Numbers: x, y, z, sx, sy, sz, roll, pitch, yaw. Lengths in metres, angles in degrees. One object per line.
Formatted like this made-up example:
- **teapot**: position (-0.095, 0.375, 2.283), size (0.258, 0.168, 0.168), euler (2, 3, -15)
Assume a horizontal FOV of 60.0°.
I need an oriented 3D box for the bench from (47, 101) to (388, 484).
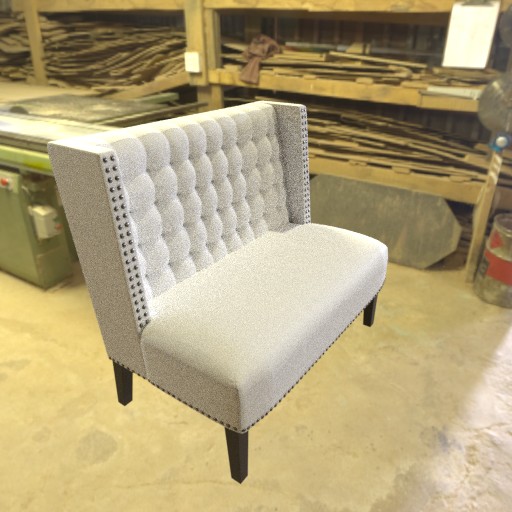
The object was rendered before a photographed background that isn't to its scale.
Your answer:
- **bench**: position (0.000, 0.000, 1.973), size (0.847, 1.123, 1.280), euler (18, 32, 31)
